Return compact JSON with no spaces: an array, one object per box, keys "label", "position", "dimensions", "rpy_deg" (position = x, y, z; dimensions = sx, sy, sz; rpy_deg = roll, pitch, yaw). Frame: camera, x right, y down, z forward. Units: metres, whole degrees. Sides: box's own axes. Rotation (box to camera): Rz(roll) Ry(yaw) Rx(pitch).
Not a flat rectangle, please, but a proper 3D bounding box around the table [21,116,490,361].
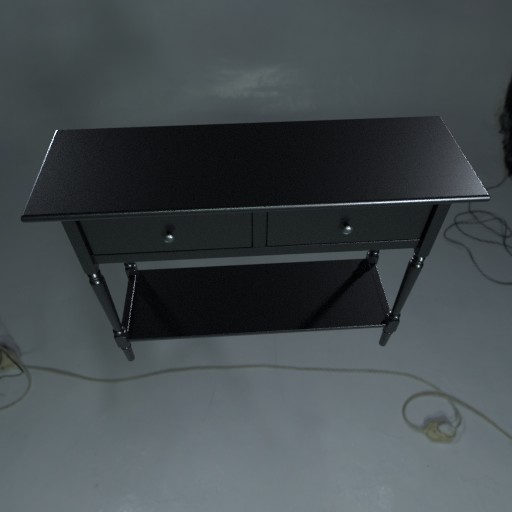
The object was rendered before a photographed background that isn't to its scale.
[{"label":"table","position":[0.000,0.000,1.547],"dimensions":[1.191,0.819,0.386],"rpy_deg":[-3,49,-2]}]
